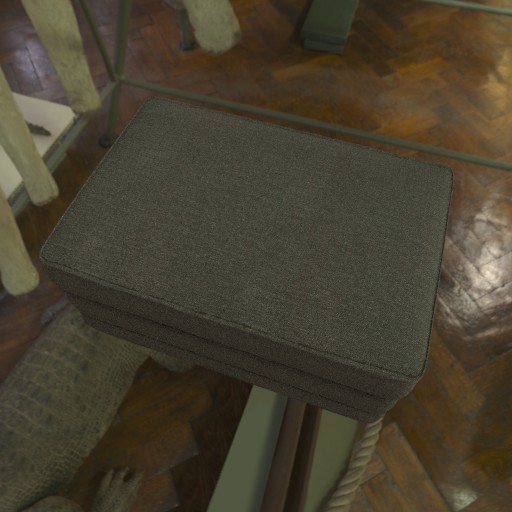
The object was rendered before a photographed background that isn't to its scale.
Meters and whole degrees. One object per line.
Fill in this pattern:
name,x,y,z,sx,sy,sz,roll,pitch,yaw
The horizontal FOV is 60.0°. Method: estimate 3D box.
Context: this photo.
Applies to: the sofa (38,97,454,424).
sofa,0.000,0.000,1.195,0.854,0.457,0.578,16,60,10
